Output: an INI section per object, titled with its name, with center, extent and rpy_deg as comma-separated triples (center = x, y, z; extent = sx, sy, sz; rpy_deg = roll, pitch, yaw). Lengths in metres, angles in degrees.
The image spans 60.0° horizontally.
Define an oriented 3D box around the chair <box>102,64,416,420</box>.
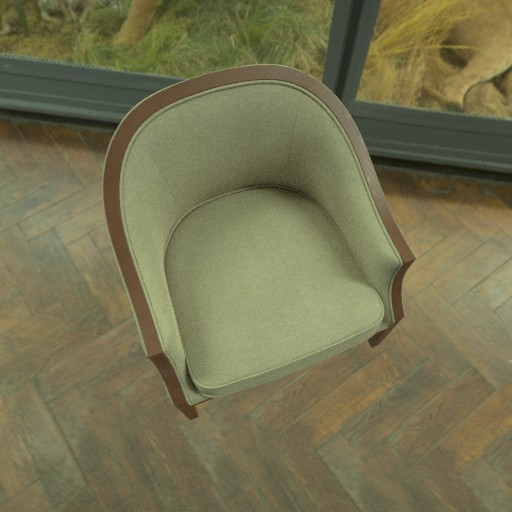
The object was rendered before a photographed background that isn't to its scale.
[chair]
center = 0.000, 0.000, 1.433
extent = 0.803, 0.876, 0.735
rpy_deg = -19, 65, -9
